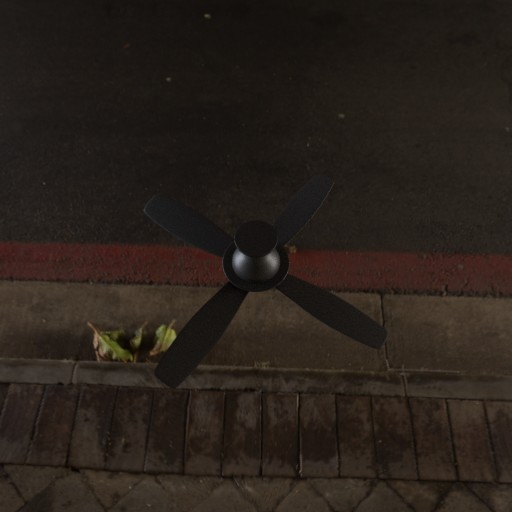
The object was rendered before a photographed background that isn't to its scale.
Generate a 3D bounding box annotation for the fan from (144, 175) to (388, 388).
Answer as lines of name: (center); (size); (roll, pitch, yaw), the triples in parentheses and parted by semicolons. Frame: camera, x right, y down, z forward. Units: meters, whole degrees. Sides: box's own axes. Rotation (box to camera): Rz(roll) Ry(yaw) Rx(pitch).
fan: (0.000, 0.000, 2.555); (1.694, 0.382, 1.694); (30, 63, 17)
